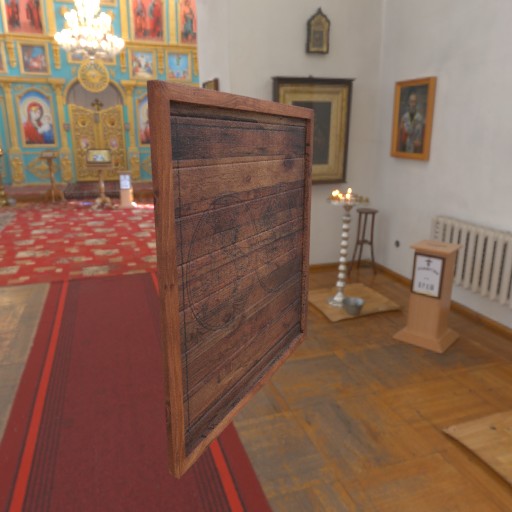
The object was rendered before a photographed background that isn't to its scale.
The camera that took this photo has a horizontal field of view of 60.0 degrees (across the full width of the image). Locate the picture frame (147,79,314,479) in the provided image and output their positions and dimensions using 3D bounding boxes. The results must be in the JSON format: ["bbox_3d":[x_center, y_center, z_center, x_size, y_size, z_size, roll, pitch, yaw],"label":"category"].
[{"bbox_3d":[0.000,0.000,1.222,0.029,0.817,0.810,7,16,25],"label":"picture frame"}]
